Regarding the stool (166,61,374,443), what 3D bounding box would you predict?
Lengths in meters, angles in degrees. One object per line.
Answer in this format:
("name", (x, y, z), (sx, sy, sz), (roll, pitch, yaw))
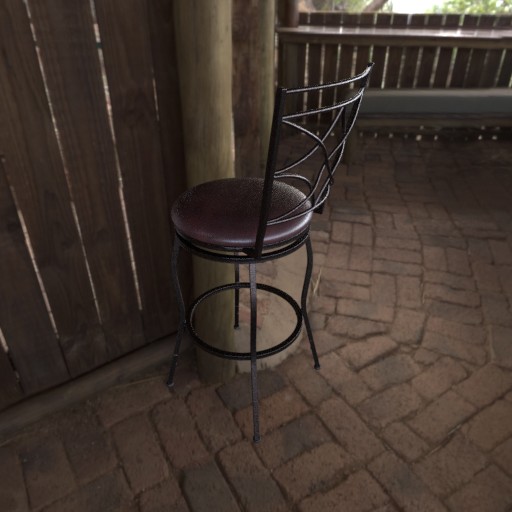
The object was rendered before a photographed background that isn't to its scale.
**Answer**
("stool", (0.000, 0.000, 1.395), (0.534, 1.117, 0.434), (21, 37, 30))
